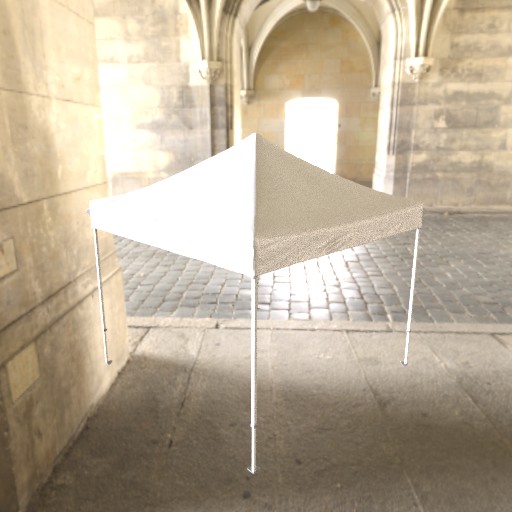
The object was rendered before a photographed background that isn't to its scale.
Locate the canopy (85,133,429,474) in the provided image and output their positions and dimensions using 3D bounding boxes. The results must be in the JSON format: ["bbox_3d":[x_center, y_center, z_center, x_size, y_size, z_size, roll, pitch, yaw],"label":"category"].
[{"bbox_3d":[0.000,0.000,5.596,2.996,2.998,2.994,-14,20,-43],"label":"canopy"}]
